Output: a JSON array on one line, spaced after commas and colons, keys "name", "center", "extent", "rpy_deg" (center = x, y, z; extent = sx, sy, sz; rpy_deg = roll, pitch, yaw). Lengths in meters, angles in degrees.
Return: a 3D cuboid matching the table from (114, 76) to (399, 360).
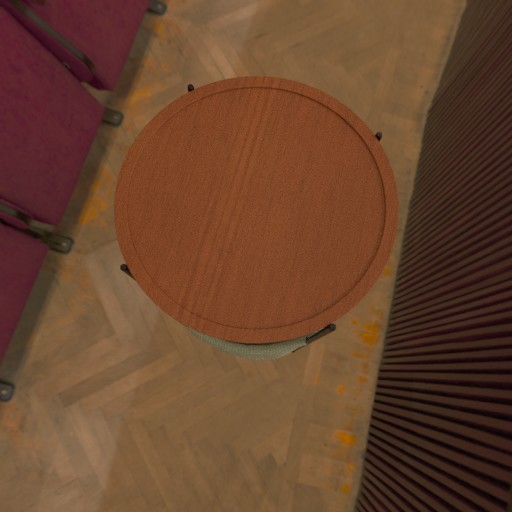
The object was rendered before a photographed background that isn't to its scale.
[{"name": "table", "center": [0.000, 0.000, 0.899], "extent": [0.400, 0.623, 0.400], "rpy_deg": [16, 76, 4]}]
